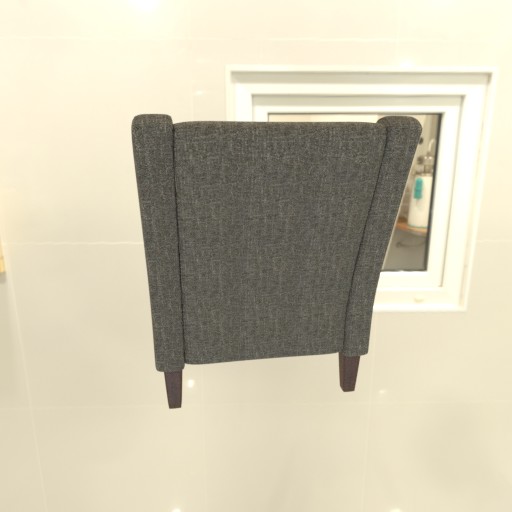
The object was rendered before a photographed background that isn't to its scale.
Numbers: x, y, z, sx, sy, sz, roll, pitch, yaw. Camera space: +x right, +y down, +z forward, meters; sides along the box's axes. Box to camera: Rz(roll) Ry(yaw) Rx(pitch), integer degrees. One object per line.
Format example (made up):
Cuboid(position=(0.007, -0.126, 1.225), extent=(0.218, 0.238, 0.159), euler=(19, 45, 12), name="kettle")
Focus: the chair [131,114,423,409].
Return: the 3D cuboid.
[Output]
Cuboid(position=(0.000, 0.000, 1.723), extent=(0.793, 1.012, 0.944), euler=(-3, 15, -9), name="chair")
